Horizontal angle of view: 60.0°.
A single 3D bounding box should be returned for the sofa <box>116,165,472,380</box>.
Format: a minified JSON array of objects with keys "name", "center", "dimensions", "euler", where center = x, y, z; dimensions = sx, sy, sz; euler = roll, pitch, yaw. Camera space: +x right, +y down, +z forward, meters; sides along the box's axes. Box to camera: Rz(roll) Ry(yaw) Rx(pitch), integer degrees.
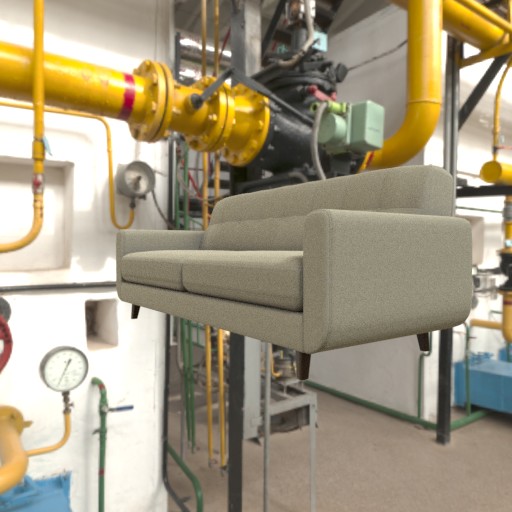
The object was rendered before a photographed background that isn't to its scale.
[{"name":"sofa","center":[0.000,0.000,2.605],"dimensions":[0.980,0.892,2.137],"euler":[-1,1,-36]}]
